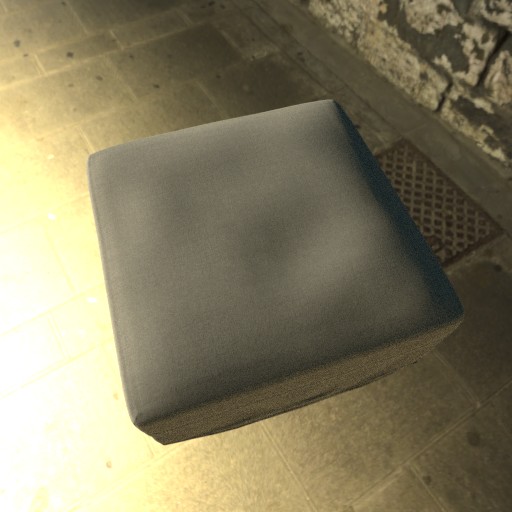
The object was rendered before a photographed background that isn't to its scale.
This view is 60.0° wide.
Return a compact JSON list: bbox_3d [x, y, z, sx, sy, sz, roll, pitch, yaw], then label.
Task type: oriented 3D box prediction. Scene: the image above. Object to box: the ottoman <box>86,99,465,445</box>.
[{"bbox_3d":[0.000,0.000,1.335,0.840,0.436,0.843,-15,60,-9],"label":"ottoman"}]
